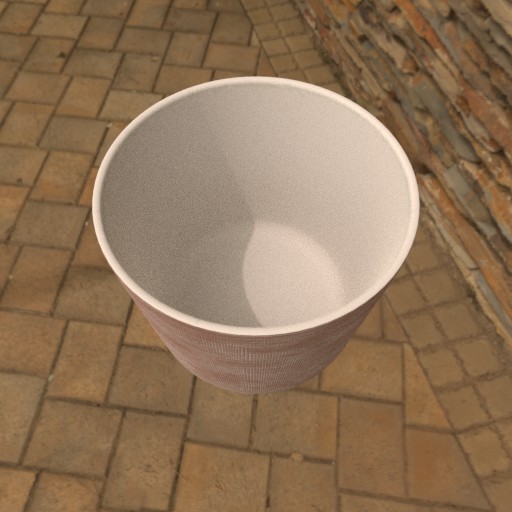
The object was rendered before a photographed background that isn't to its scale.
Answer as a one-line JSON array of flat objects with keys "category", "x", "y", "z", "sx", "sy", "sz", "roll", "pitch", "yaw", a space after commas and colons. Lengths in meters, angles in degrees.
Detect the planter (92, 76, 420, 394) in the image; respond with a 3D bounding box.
[{"category": "planter", "x": 0.000, "y": 0.000, "z": 0.775, "sx": 0.440, "sy": 0.398, "sz": 0.440, "roll": 0, "pitch": 60, "yaw": 0}]
